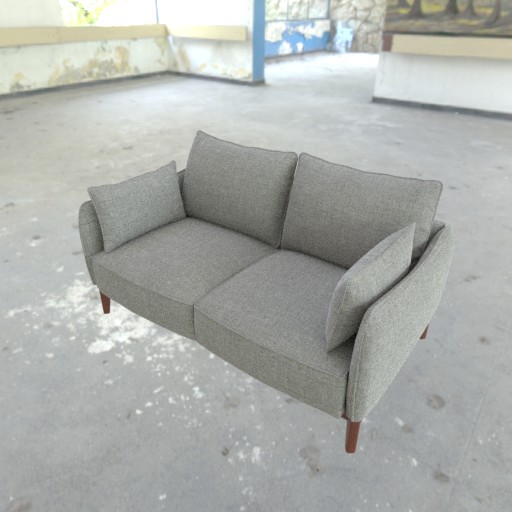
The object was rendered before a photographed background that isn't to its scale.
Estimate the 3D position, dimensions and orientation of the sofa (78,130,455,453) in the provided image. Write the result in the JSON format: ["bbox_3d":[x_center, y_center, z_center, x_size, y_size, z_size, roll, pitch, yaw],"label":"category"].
[{"bbox_3d":[0.000,0.000,2.118,1.580,0.851,0.972,20,35,31],"label":"sofa"}]
